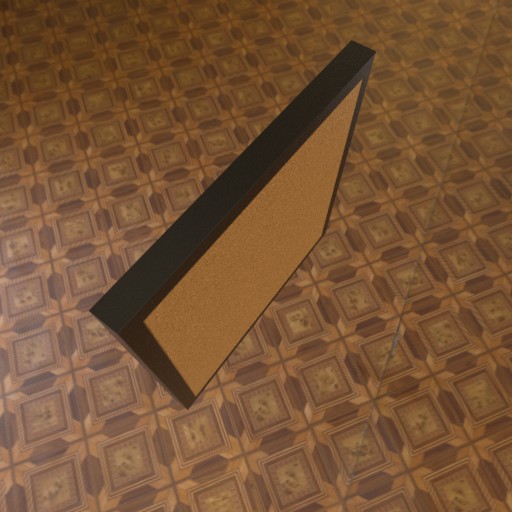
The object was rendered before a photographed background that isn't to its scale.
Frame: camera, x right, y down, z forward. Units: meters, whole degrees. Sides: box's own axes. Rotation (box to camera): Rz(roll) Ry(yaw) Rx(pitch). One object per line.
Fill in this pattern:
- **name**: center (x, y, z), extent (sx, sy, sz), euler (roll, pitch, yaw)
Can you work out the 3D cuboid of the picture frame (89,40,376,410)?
- **picture frame**: center (0.000, 0.000, 0.528), extent (0.029, 0.353, 0.355), euler (34, 68, 16)
